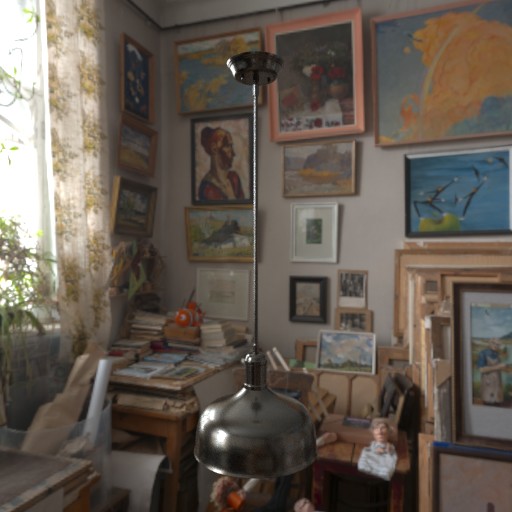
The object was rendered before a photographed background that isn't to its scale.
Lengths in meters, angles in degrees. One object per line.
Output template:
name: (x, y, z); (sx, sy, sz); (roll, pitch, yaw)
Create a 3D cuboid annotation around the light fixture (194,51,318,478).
light fixture: (0.000, 0.000, 1.081); (0.299, 0.935, 0.299); (0, 0, -19)
